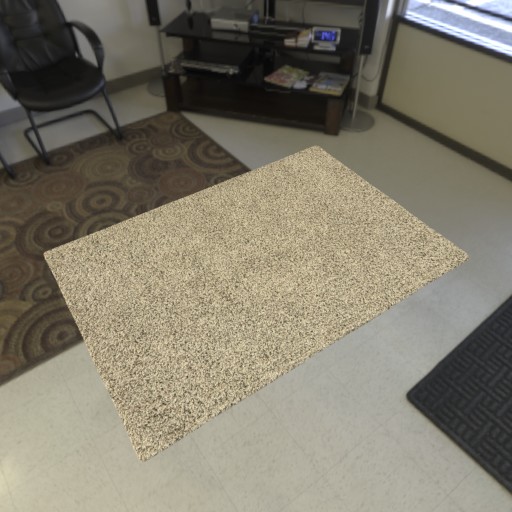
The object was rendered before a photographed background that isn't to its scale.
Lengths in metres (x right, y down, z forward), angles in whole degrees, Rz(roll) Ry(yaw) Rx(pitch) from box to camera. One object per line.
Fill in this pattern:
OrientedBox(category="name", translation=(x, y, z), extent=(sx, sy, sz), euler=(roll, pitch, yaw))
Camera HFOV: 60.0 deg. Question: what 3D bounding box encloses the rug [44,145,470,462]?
OrientedBox(category="rug", translation=(0.000, 0.000, 2.235), extent=(1.778, 0.030, 1.219), euler=(-26, 52, -22))
